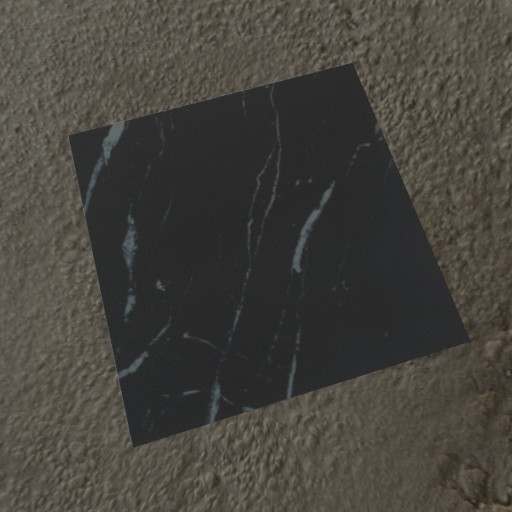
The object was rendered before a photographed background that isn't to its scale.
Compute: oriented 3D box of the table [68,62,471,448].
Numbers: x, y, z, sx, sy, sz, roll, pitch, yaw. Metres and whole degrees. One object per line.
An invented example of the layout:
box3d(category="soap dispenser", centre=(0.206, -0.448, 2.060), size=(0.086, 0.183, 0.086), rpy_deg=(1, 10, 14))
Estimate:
box3d(category="table", centre=(0.000, 0.000, 1.316), size=(0.800, 0.450, 0.800), rpy_deg=(-16, 75, -4))
